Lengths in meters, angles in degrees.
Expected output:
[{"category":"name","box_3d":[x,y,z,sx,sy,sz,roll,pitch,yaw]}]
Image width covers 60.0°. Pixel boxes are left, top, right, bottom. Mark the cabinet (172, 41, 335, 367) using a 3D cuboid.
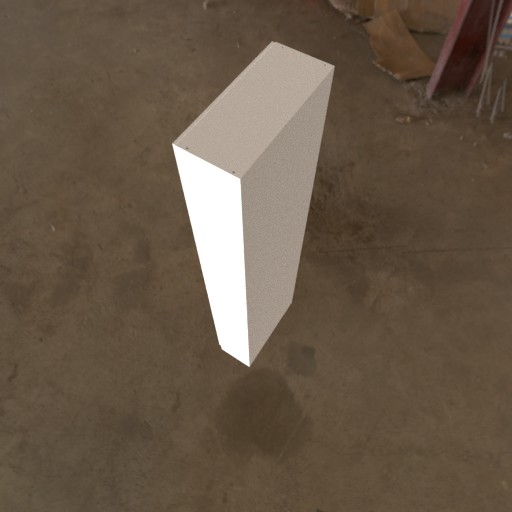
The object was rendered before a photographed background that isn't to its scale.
[{"category":"cabinet","box_3d":[0.000,0.000,2.020,0.230,1.790,0.500,30,65,15]}]
